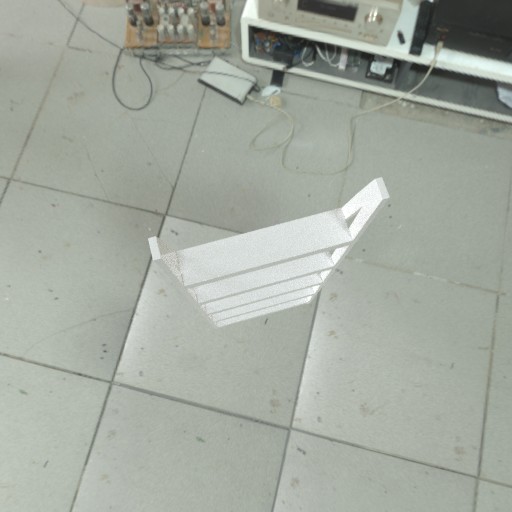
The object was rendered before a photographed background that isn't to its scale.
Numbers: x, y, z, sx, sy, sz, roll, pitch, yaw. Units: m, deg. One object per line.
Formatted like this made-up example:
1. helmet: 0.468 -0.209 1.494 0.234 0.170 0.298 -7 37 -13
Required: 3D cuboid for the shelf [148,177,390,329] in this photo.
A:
1. shelf: 0.000 0.000 2.036 0.636 1.779 0.341 -15 76 -4
